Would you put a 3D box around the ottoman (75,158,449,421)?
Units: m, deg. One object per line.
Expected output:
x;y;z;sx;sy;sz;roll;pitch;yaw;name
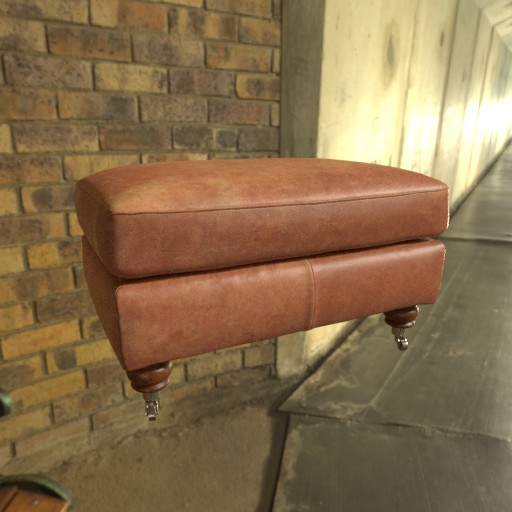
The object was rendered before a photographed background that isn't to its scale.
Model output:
0.000;0.000;1.188;0.852;0.507;0.565;-8;17;-26;ottoman
